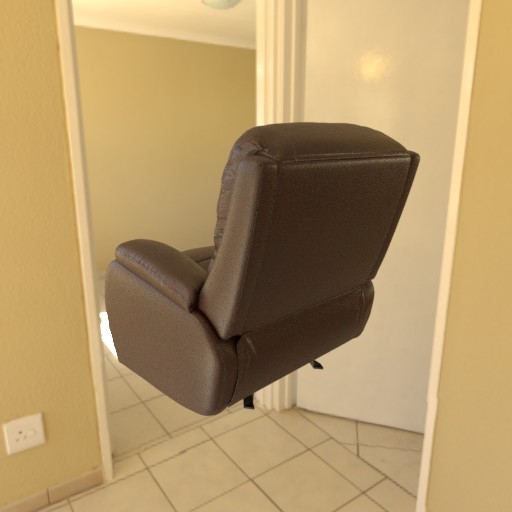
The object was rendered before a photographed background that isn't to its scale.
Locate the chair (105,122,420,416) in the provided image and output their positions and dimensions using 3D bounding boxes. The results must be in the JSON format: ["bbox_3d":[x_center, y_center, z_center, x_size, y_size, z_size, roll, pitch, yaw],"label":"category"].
[{"bbox_3d":[0.000,0.000,1.774,0.930,1.011,0.899,-14,20,-43],"label":"chair"}]
